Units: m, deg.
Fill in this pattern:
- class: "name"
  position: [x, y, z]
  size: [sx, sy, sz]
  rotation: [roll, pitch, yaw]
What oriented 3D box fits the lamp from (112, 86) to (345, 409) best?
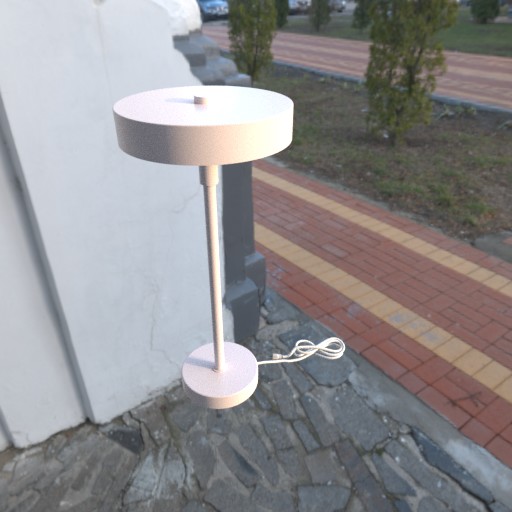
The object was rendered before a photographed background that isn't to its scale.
- class: "lamp"
  position: [0.000, 0.000, 0.717]
  size: [0.369, 0.508, 0.229]
  rotation: [-10, 33, -17]
